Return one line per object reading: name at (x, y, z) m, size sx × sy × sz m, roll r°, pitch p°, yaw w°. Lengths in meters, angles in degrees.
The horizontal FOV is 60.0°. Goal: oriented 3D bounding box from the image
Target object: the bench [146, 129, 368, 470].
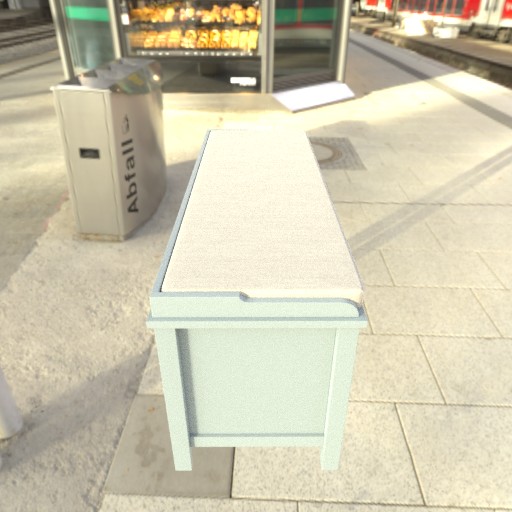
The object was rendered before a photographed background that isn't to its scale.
bench at (0.000, 0.000, 1.389) m, size 0.398 × 0.501 × 1.140 m, roll 0°, pitch 31°, yaw 0°
